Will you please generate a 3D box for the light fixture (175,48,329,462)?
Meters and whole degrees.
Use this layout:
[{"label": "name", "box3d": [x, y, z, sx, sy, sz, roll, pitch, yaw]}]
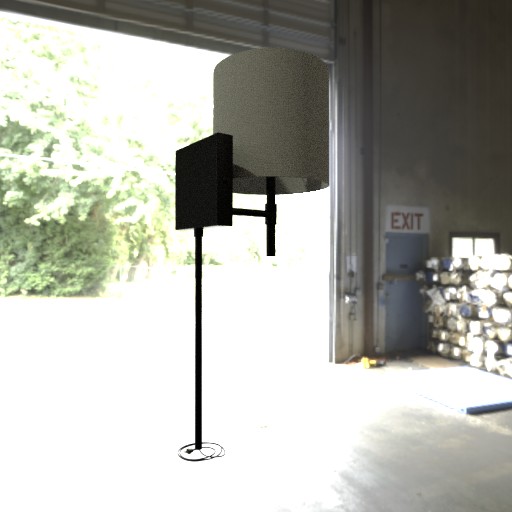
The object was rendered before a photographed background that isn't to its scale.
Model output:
[{"label": "light fixture", "box3d": [0.000, 0.000, 0.702, 0.248, 0.589, 0.188, 0, 0, -37]}]
